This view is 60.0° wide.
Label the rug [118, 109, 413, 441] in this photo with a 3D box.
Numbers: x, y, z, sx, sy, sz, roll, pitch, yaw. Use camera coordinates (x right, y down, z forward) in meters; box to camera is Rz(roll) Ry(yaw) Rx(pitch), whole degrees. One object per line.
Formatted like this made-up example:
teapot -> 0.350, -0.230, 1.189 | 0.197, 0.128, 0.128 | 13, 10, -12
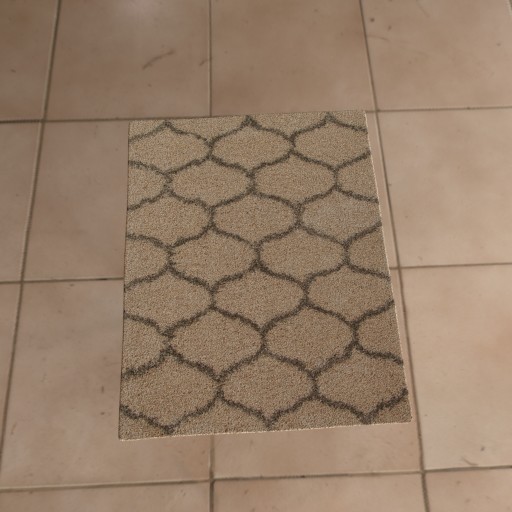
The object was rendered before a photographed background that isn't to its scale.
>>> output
rug -> 0.000, 0.000, 4.047 | 2.399, 0.026, 3.000 | -3, 72, -1
